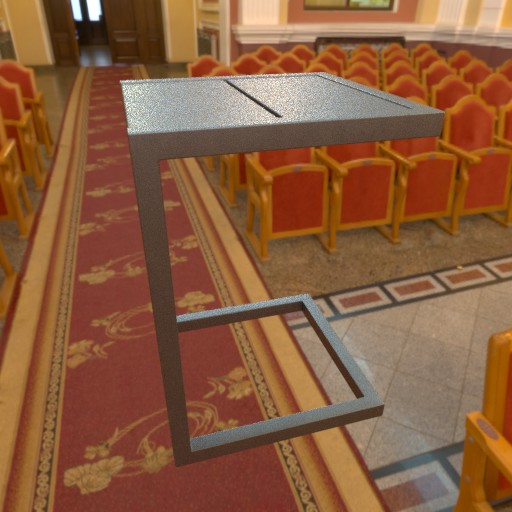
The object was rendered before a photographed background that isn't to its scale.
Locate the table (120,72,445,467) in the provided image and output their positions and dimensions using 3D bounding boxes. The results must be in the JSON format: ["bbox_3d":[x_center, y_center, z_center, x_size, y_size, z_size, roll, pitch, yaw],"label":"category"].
[{"bbox_3d":[0.000,0.000,0.872,0.420,0.609,0.405,-8,31,-14],"label":"table"}]
